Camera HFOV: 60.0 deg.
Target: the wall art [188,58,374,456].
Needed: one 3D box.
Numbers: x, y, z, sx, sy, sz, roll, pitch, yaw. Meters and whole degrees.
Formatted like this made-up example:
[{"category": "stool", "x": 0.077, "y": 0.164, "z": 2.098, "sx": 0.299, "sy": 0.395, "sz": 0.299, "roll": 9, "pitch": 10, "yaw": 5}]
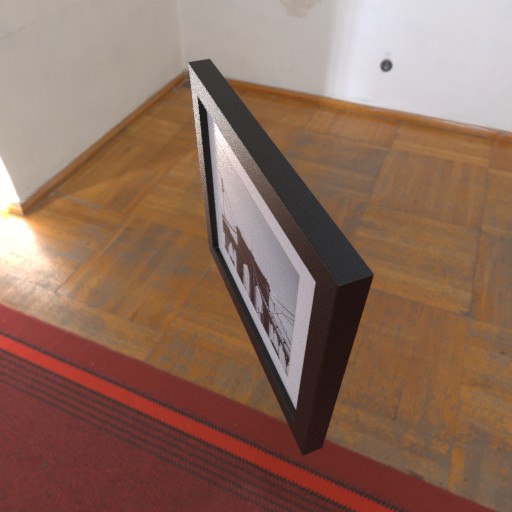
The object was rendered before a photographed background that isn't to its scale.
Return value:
[{"category": "wall art", "x": 0.000, "y": 0.000, "z": 0.547, "sx": 0.028, "sy": 0.330, "sz": 0.380, "roll": -16, "pitch": 49, "yaw": -15}]
